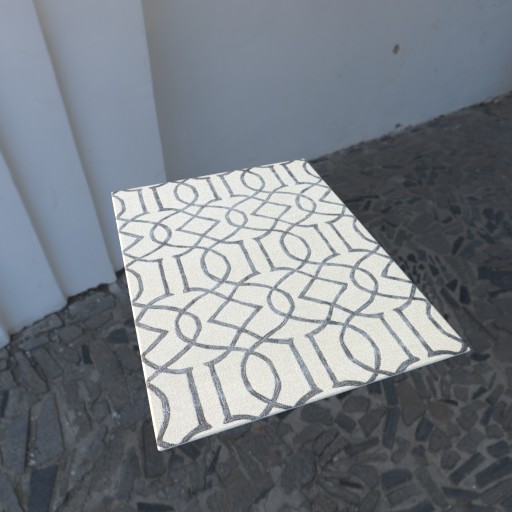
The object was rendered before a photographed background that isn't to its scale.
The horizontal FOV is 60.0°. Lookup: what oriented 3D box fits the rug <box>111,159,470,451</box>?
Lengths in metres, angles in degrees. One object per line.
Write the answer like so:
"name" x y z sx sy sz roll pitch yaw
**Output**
"rug" 0.000 0.000 3.892 2.211 0.021 2.910 -13 43 -14
